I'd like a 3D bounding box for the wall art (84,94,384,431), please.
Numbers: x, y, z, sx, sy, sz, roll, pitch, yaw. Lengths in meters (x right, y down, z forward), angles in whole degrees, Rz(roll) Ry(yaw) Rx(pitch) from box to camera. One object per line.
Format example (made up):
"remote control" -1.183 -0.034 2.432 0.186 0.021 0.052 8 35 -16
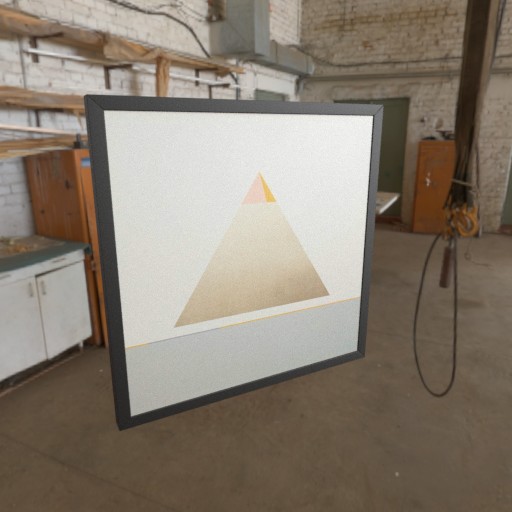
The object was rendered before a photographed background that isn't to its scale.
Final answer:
"wall art" 0.000 0.000 0.772 0.513 0.511 0.028 -8 18 -27
